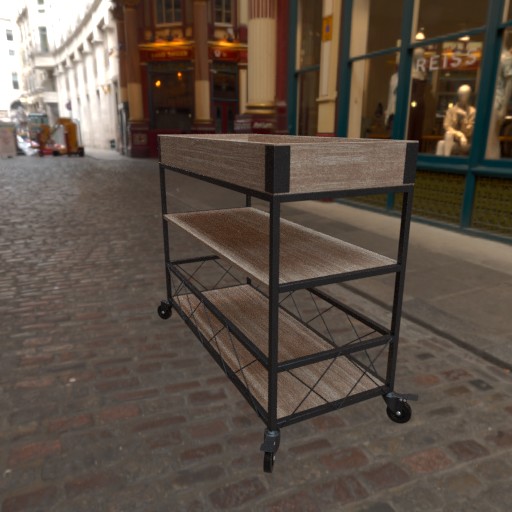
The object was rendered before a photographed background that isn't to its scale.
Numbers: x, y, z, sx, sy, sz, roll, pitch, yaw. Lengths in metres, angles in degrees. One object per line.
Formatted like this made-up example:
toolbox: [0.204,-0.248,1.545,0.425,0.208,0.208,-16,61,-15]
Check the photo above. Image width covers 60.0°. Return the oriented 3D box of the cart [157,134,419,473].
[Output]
cart: [0.000,0.000,1.521,0.500,0.787,1.101,-8,18,-25]
